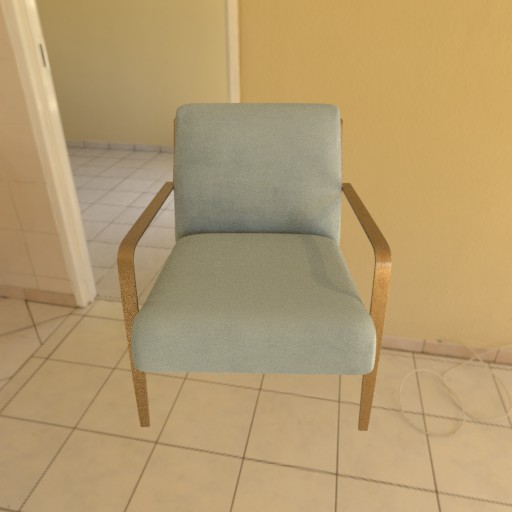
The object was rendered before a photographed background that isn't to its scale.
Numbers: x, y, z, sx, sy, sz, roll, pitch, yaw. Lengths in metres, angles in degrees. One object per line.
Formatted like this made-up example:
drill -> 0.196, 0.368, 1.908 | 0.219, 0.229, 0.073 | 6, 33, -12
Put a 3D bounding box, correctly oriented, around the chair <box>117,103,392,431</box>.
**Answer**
chair -> 0.000, 0.000, 1.460 | 0.701, 0.824, 0.842 | 1, 29, 1
